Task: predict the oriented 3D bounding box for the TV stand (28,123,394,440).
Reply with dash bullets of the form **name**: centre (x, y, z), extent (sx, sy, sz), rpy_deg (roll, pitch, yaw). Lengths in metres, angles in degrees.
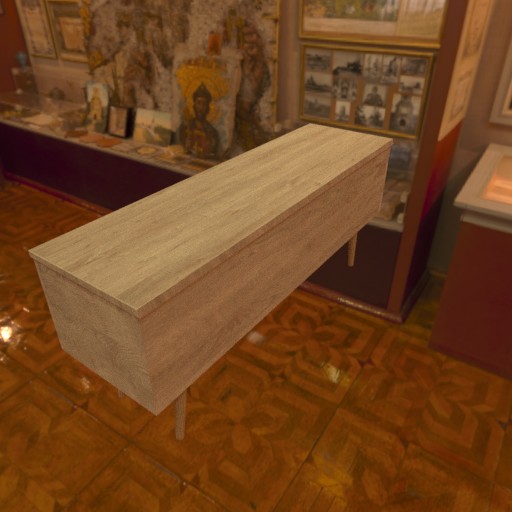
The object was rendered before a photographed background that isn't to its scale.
- **TV stand**: centre (0.000, 0.000, 1.547), extent (0.401, 0.565, 1.313), rpy_deg (21, 38, 30)
